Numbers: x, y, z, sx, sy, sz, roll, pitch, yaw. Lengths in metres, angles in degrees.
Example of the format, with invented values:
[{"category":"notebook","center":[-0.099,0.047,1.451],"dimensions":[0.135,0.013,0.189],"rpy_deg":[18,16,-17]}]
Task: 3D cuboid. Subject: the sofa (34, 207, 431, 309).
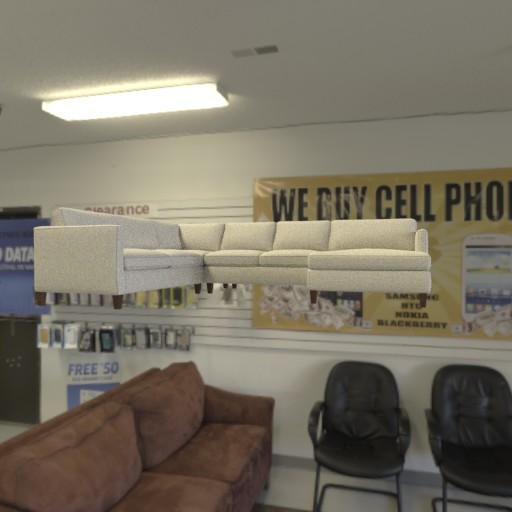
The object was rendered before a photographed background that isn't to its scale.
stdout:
[{"category":"sofa","center":[0.000,0.000,4.605],"dimensions":[3.403,0.889,2.551],"rpy_deg":[0,0,18]}]
